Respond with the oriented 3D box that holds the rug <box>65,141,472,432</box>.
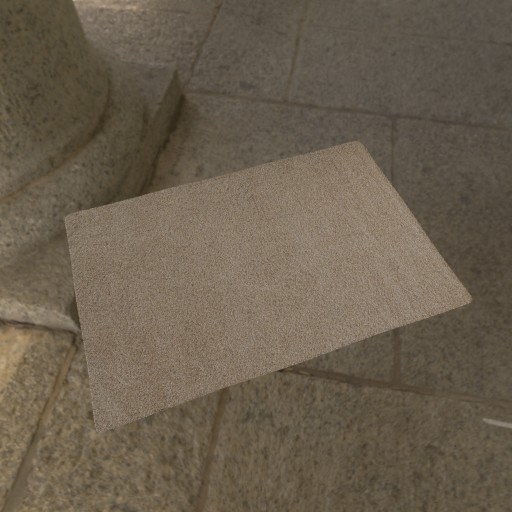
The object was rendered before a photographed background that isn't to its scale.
[{"bbox_3d":[0.000,0.000,3.416,2.700,0.024,1.801,-17,58,-11],"label":"rug"}]
